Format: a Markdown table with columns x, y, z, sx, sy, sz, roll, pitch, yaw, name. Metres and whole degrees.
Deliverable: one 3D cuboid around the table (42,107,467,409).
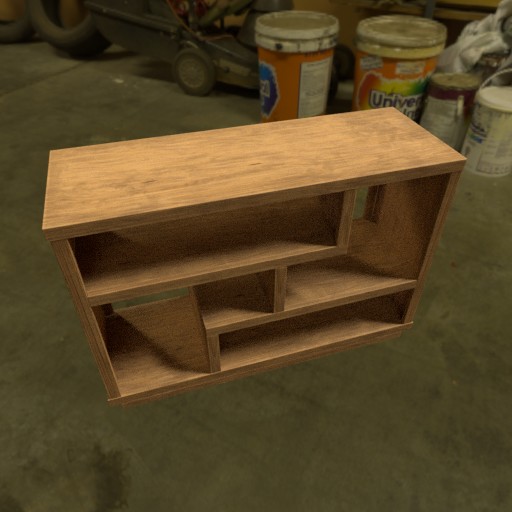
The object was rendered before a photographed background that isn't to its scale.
| x | y | z | sx | sy | sz | roll | pitch | yaw | name |
| --- | --- | --- | --- | --- | --- | --- | --- | --- | --- |
| 0.000 | 0.000 | 1.540 | 1.151 | 0.771 | 0.410 | -11 | 41 | -13 | table |
